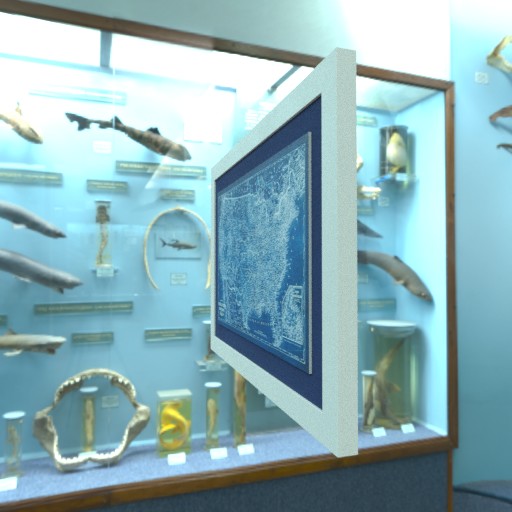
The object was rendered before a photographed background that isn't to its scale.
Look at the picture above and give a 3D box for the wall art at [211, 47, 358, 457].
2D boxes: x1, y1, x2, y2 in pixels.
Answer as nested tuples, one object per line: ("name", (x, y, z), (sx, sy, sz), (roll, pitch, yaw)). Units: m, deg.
("wall art", (0.000, 0.000, 1.602), (0.051, 0.902, 1.308), (0, -1, -18))
